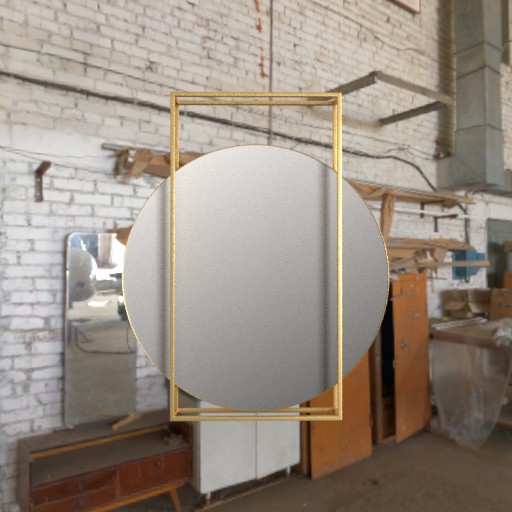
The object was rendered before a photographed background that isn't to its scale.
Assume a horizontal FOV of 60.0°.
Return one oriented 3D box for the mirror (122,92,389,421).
[{"bbox_3d":[0.000,0.000,0.838,0.508,0.603,0.051,0,-1,-1],"label":"mirror"}]
